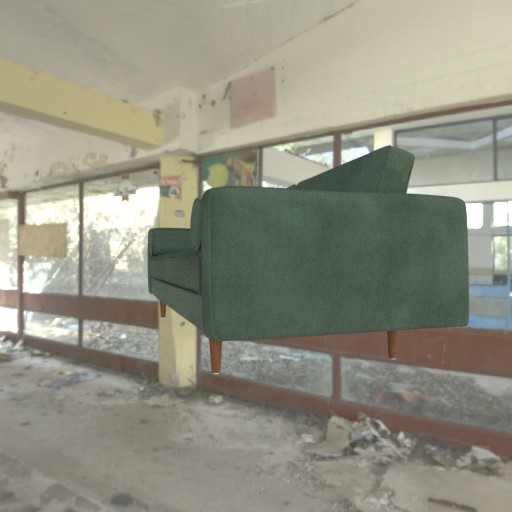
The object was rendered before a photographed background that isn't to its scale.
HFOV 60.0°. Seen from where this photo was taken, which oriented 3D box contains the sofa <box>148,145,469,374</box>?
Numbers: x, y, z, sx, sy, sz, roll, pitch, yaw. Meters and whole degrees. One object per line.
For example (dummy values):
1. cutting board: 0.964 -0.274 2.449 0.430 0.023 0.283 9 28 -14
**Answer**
1. sofa: 0.000 0.000 2.234 0.916 0.772 1.880 0 -1 -19
